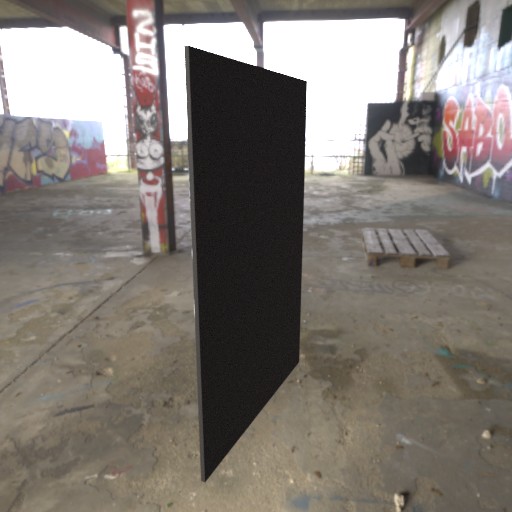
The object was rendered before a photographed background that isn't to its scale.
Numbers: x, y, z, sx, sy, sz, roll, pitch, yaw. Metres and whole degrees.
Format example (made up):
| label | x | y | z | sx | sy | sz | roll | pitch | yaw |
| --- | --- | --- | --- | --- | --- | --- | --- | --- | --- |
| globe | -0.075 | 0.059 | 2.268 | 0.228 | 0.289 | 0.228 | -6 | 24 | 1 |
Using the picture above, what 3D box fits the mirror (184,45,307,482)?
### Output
| label | x | y | z | sx | sy | sz | roll | pitch | yaw |
| --- | --- | --- | --- | --- | --- | --- | --- | --- | --- |
| mirror | 0.000 | 0.000 | 1.161 | 0.039 | 0.914 | 0.613 | 7 | 17 | 25 |
